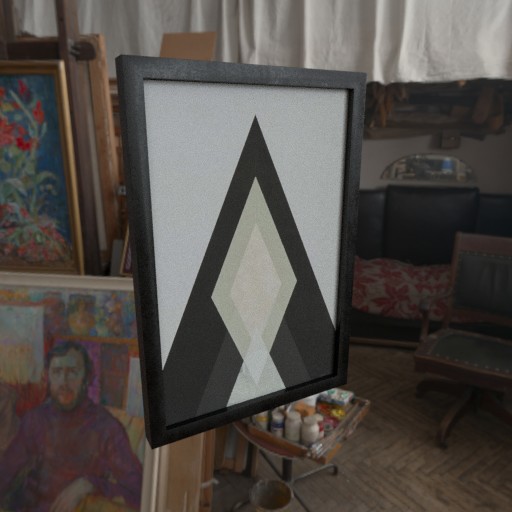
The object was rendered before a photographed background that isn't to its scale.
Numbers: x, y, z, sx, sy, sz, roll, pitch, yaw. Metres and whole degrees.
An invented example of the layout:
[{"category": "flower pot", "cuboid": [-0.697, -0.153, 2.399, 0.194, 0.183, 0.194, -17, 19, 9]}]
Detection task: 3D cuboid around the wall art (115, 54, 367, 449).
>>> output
[{"category": "wall art", "cuboid": [0.000, 0.000, 0.577, 0.313, 0.457, 0.031, -9, 18, -27]}]
